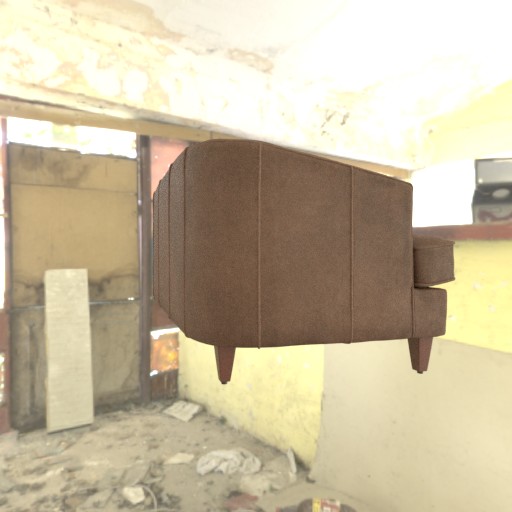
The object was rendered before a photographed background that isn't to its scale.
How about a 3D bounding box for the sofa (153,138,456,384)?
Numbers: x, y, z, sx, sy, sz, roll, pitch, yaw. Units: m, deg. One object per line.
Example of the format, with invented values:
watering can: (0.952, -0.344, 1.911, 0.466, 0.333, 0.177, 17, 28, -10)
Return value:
sofa: (0.000, 0.000, 2.200, 0.917, 0.799, 1.767, 0, 1, -18)
